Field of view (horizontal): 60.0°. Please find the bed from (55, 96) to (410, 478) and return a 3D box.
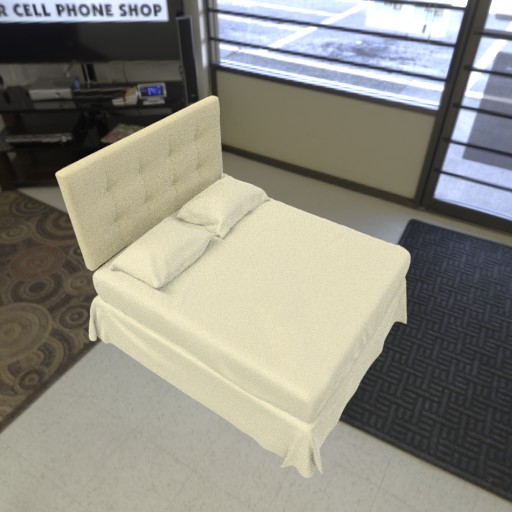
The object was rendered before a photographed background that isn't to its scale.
[{"bbox_3d":[0.000,0.000,3.434,2.222,1.577,1.936,24,46,25],"label":"bed"}]
